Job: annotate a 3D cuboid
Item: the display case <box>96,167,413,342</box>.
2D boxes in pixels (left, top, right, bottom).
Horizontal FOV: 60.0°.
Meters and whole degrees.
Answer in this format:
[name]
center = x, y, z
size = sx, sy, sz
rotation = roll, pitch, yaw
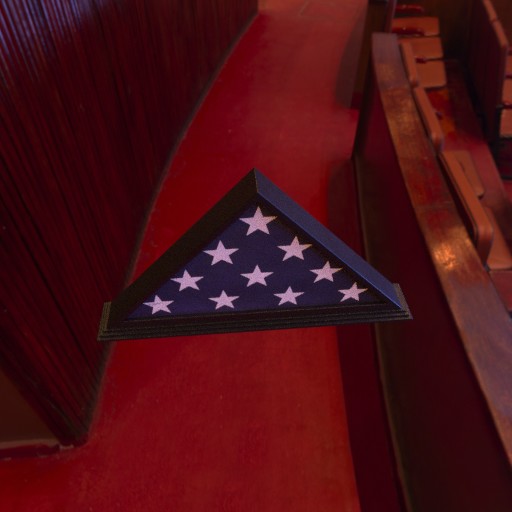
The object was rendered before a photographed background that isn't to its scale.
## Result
[display case]
center = 0.000, 0.000, 0.808
size = 0.640, 0.340, 0.095
rotation = -3, 46, -3
